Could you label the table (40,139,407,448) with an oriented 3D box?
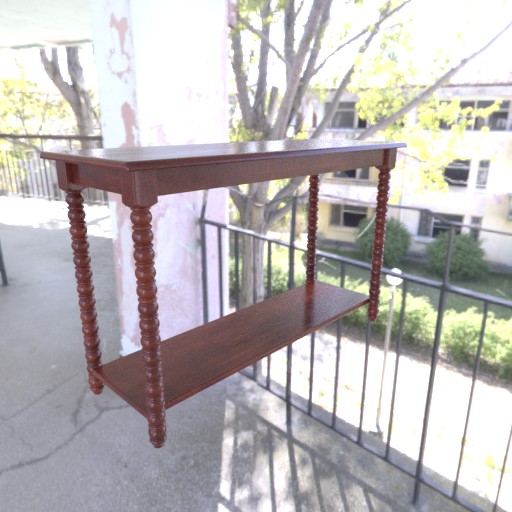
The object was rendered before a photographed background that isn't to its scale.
[{"bbox_3d":[0.000,0.000,1.532,0.459,0.740,1.184,16,23,42],"label":"table"}]
